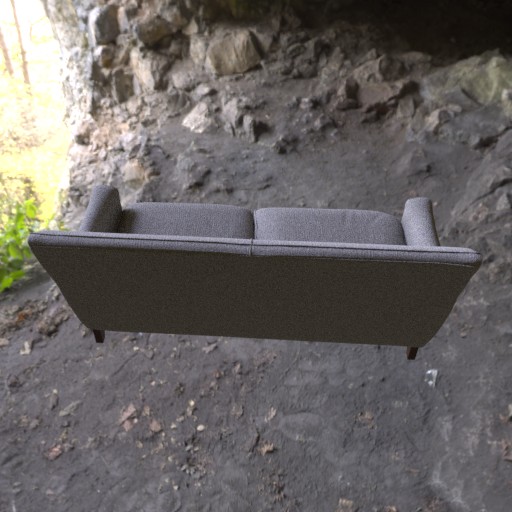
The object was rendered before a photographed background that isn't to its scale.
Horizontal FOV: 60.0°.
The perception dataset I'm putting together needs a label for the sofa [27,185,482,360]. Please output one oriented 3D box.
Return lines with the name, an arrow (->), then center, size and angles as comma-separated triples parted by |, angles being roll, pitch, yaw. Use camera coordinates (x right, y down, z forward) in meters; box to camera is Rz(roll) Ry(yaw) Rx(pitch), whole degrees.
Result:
sofa -> 0.000, 0.000, 2.517 | 2.026, 0.942, 0.854 | 3, 47, 2
